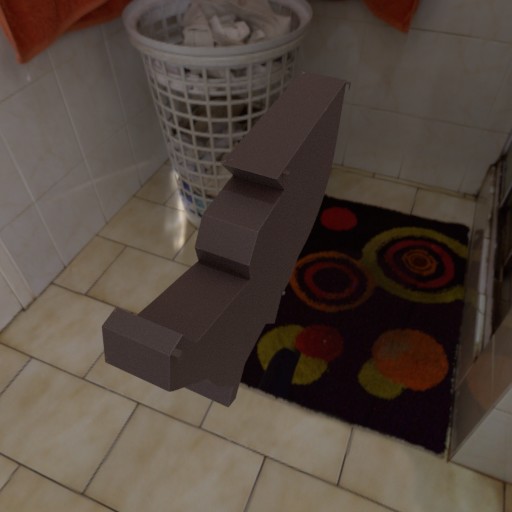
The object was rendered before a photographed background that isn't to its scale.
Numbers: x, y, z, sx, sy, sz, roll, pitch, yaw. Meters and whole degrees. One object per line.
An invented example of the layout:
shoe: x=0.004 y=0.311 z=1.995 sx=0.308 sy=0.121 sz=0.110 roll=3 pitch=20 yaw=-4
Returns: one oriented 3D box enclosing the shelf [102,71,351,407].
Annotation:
shelf: x=0.000 y=0.000 z=0.896 sx=0.112 sy=0.439 sz=0.729 roll=19 pitch=50 yaw=17
